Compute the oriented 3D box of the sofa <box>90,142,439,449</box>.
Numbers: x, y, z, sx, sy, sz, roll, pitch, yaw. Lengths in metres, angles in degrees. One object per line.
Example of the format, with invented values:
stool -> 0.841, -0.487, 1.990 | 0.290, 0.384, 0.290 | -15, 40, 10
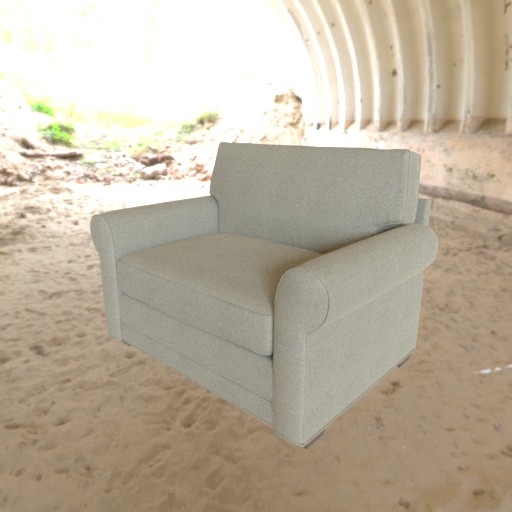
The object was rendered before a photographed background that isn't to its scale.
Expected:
sofa -> 0.000, 0.000, 2.075 | 1.405, 0.991, 0.936 | 15, 22, 40
